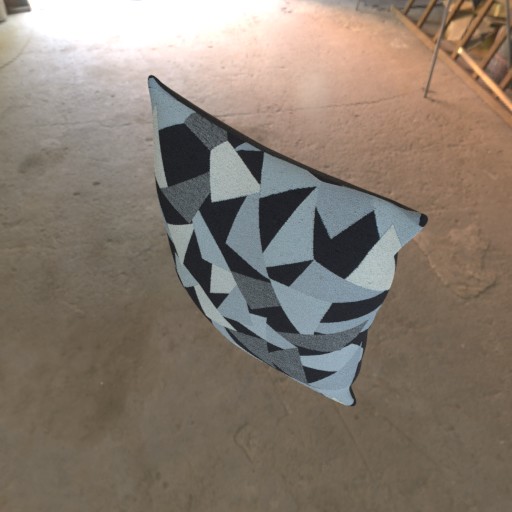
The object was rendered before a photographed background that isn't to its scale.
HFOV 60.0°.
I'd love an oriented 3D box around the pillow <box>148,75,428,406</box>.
[{"bbox_3d":[0.000,0.000,0.777,0.503,0.496,0.208,34,56,27],"label":"pillow"}]
